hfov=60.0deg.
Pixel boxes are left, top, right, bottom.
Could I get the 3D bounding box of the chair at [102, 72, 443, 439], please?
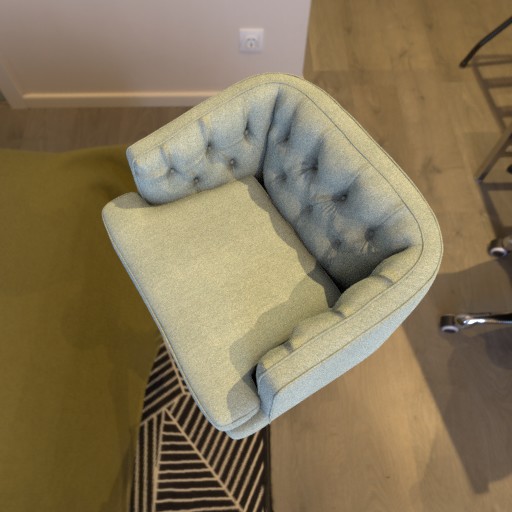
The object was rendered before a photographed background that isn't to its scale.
[{"bbox_3d":[0.000,0.000,1.779,0.945,0.852,1.094,-28,66,-14],"label":"chair"}]
